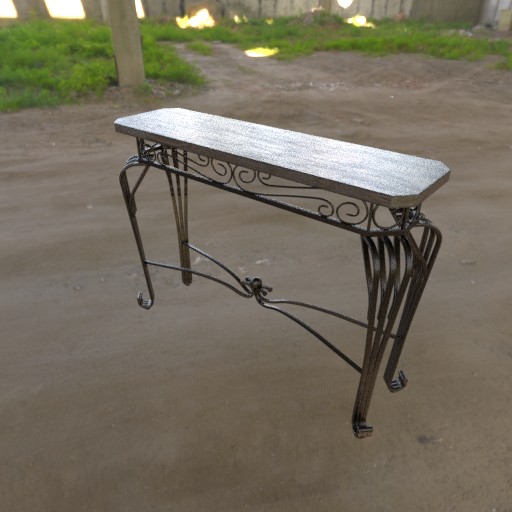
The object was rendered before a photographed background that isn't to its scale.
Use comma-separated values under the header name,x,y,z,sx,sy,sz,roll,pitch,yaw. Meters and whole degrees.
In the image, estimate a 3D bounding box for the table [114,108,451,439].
name,x,y,z,sx,sy,sz,roll,pitch,yaw
table,0.000,0.000,1.518,1.112,0.800,0.329,23,37,33
